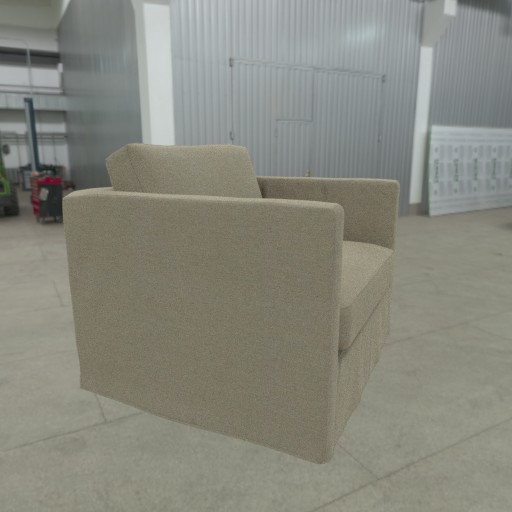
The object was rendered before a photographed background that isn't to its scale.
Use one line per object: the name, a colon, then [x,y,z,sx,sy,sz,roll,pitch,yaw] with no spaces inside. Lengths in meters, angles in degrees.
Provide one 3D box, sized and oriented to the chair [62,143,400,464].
chair: [0.000,0.000,1.746,0.949,0.863,1.057,6,15,25]
